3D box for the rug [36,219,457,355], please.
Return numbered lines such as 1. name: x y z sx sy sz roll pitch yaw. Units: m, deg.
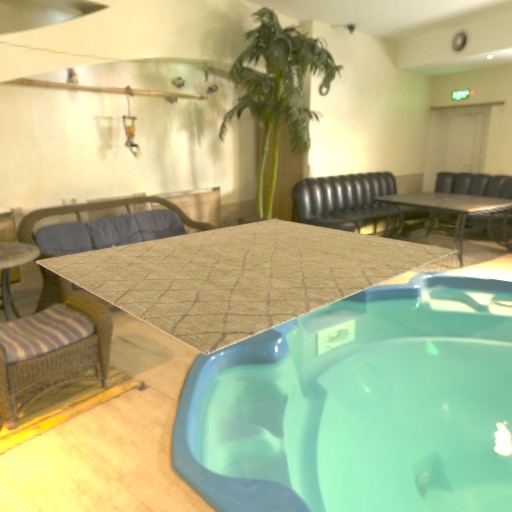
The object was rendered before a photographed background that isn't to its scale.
1. rug: 0.000 0.000 4.076 3.038 0.019 2.420 -14 20 -42
